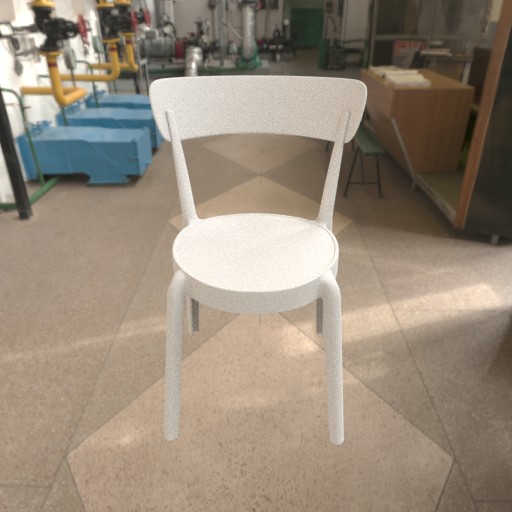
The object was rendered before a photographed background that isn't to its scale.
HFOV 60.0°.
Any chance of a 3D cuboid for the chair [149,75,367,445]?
[{"bbox_3d":[0.000,0.000,1.115,0.506,0.790,0.491,1,30,1],"label":"chair"}]
